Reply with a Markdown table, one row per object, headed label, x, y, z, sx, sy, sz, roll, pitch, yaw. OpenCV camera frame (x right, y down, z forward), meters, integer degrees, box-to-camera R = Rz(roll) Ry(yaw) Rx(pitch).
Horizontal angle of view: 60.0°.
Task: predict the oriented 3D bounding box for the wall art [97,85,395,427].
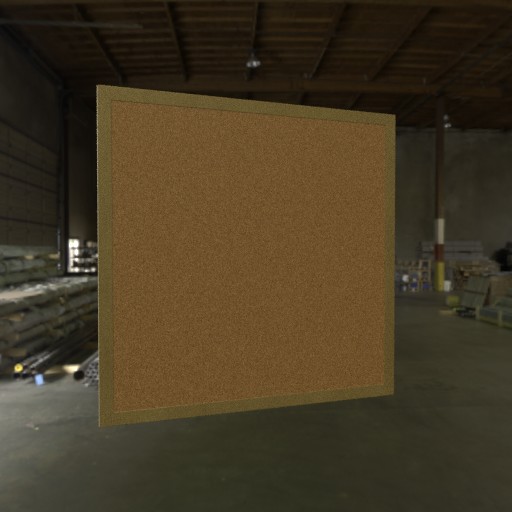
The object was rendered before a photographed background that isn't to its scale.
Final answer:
| label | x | y | z | sx | sy | sz | roll | pitch | yaw |
| --- | --- | --- | --- | --- | --- | --- | --- | --- | --- |
| wall art | 0.000 | 0.000 | 0.456 | 0.305 | 0.305 | 0.038 | 0 | 1 | -17 |
